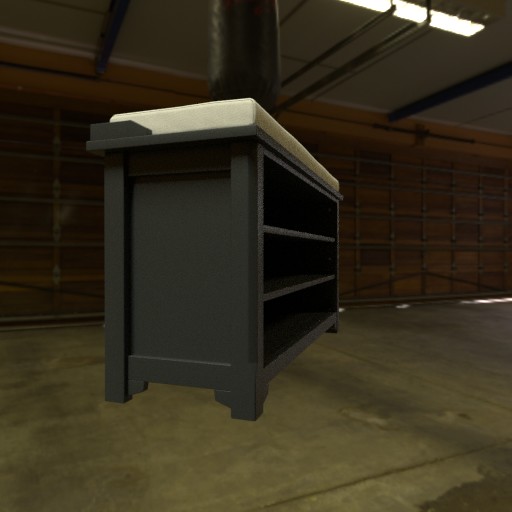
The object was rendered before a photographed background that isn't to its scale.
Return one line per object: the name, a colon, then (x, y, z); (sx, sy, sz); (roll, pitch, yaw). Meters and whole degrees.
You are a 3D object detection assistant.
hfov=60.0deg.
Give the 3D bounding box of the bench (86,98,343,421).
bench: (0.000, 0.000, 1.247); (0.345, 0.561, 0.973); (0, 0, 19)
